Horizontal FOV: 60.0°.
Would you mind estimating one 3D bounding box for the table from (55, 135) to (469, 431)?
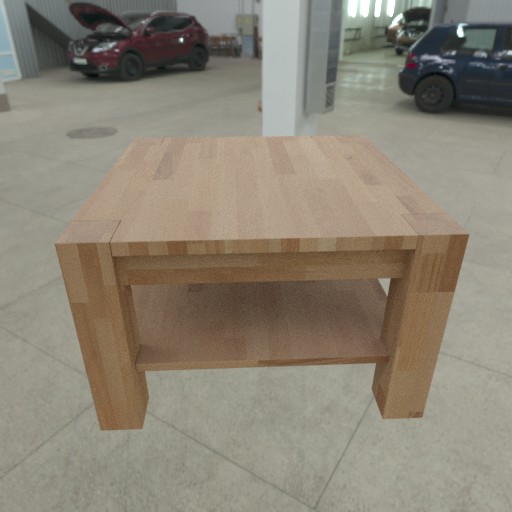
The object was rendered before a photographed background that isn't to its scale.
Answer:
[{"bbox_3d":[0.000,0.000,1.160,0.700,0.451,0.700,-1,29,-2],"label":"table"}]
